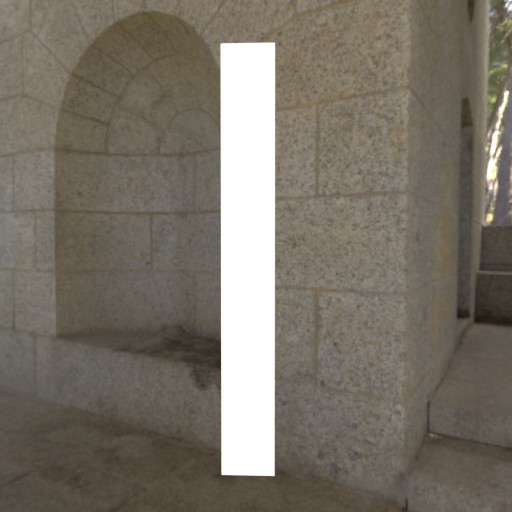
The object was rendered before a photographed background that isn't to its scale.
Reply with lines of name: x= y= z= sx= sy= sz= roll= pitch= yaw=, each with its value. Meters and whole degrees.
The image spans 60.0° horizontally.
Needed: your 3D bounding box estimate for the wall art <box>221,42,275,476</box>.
wall art: x=0.000 y=0.000 z=0.464 sx=0.038 sy=0.305 sz=0.305 roll=0 pitch=2 yaw=2
